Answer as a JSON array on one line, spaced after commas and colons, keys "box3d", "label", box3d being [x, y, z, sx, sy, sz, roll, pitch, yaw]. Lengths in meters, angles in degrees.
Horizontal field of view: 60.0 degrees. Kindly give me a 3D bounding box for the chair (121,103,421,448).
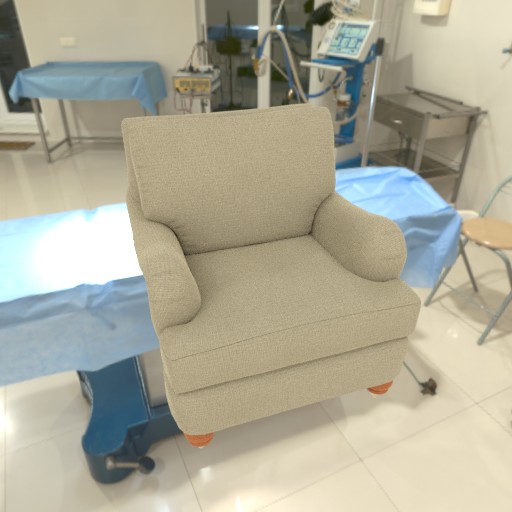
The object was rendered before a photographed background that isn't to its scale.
[{"box3d": [0.000, 0.000, 1.842, 0.955, 1.038, 1.070, -10, 33, -16], "label": "chair"}]
